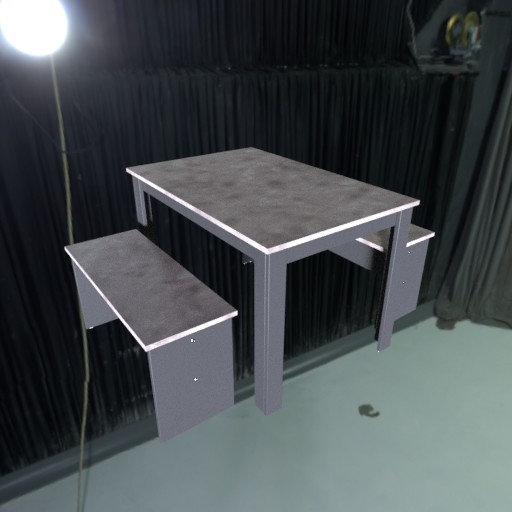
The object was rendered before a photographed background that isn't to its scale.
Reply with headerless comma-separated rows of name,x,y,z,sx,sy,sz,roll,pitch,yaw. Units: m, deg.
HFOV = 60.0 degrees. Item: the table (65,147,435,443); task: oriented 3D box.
table,0.000,0.000,2.044,1.443,0.700,1.100,-18,32,-32
